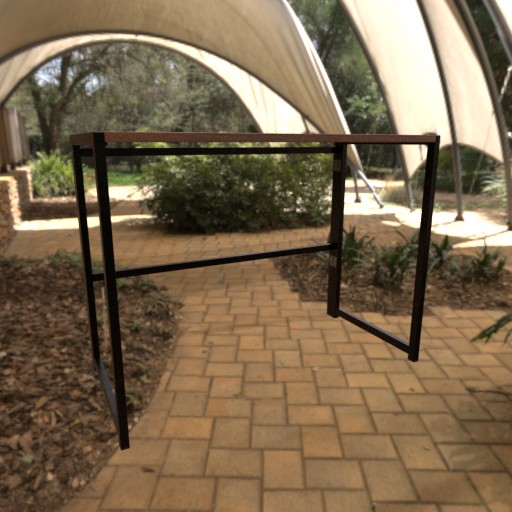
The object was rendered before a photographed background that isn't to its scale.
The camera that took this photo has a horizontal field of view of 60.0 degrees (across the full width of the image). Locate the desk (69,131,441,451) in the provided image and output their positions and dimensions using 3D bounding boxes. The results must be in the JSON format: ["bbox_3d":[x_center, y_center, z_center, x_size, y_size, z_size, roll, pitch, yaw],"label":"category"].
[{"bbox_3d":[0.000,0.000,1.445,1.016,0.762,0.508,-7,16,-26],"label":"desk"}]
